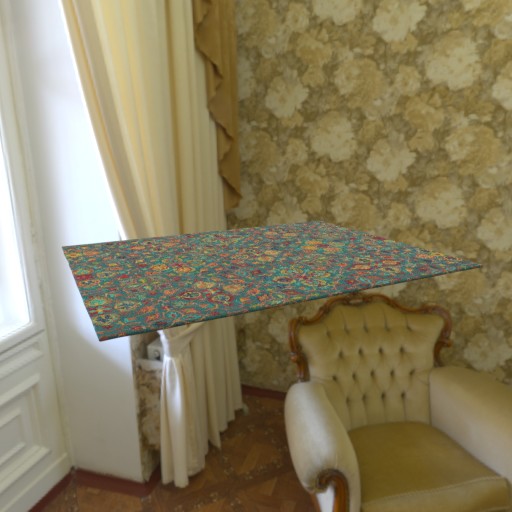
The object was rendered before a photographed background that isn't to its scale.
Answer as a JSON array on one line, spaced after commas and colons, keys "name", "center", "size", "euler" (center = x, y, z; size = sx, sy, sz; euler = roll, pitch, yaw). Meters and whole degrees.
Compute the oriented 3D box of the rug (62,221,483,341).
[{"name": "rug", "center": [0.000, 0.000, 4.183], "size": [3.204, 0.025, 2.434], "euler": [-8, 17, -26]}]
